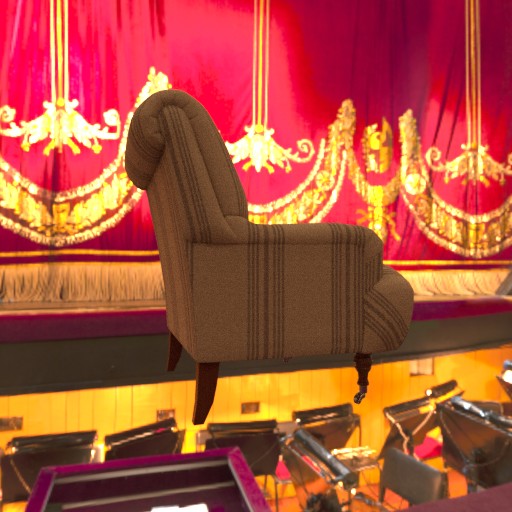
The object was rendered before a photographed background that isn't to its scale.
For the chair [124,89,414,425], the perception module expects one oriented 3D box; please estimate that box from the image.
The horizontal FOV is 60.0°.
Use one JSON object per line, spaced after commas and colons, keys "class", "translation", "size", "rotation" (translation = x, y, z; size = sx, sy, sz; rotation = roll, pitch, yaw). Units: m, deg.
{"class": "chair", "translation": [0.000, 0.000, 1.612], "size": [0.914, 0.940, 0.813], "rotation": [0, -1, -18]}
